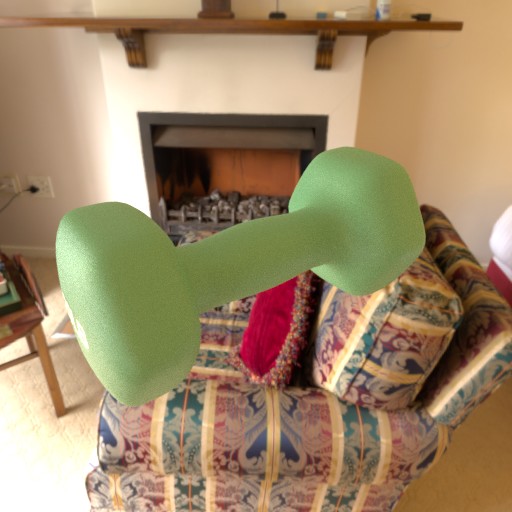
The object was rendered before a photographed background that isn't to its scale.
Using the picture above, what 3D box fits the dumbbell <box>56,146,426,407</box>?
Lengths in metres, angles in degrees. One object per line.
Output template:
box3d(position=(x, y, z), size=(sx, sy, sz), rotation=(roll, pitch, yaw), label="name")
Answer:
box3d(position=(0.000, 0.000, 0.318), size=(0.257, 0.114, 0.126), rotation=(-19, 35, -30), label="dumbbell")
